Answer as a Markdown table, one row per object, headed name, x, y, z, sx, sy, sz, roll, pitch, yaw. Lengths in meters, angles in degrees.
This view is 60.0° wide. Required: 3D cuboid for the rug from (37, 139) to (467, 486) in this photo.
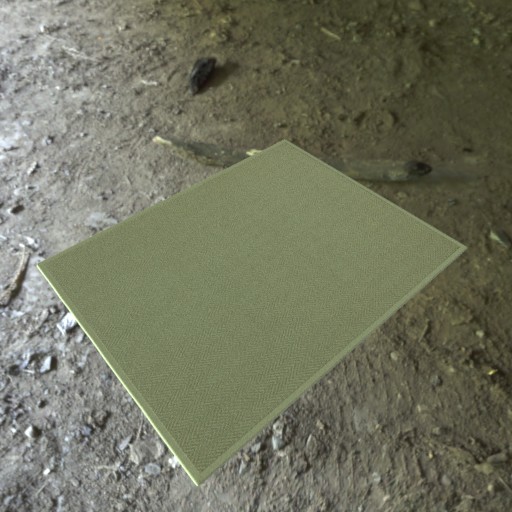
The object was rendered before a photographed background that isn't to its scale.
| name | x | y | z | sx | sy | sz | roll | pitch | yaw |
| --- | --- | --- | --- | --- | --- | --- | --- | --- | --- |
| rug | 0.000 | 0.000 | 3.973 | 3.051 | 0.020 | 2.407 | -33 | 55 | -27 |
